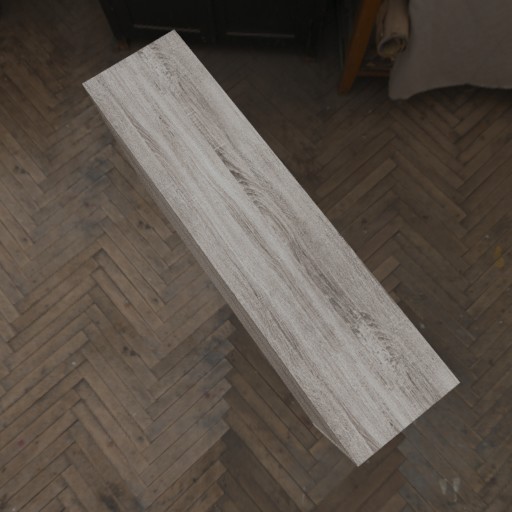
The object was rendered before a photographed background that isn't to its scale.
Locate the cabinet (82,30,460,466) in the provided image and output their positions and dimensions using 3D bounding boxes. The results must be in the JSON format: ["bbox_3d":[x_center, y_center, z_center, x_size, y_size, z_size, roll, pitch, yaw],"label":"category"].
[{"bbox_3d":[0.000,0.000,1.792,0.380,0.900,1.450,-35,78,-9],"label":"cabinet"}]
